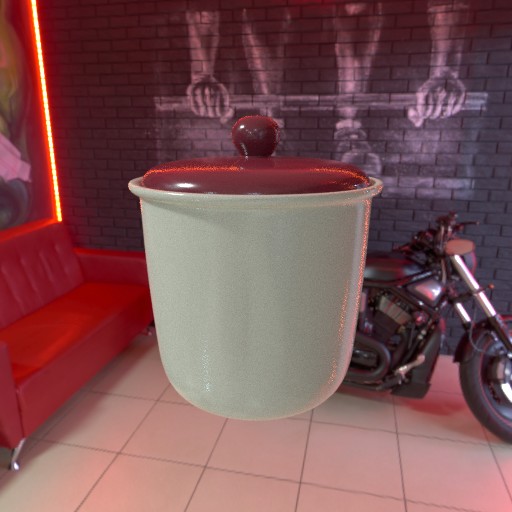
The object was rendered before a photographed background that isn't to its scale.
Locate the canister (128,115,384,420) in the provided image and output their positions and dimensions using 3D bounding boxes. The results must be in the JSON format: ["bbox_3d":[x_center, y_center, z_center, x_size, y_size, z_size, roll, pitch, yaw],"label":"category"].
[{"bbox_3d":[0.000,0.000,0.343,0.182,0.208,0.182,0,16,0],"label":"canister"}]
